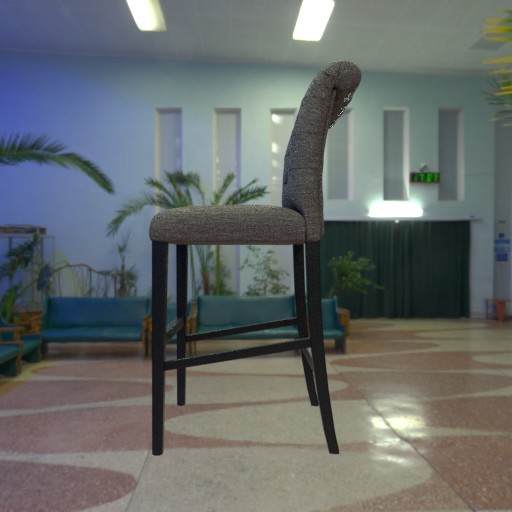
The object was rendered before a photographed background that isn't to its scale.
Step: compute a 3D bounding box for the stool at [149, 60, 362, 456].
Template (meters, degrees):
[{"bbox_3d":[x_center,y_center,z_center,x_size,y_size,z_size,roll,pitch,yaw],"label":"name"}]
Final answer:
[{"bbox_3d":[0.000,0.000,1.468,0.613,1.131,0.452,0,0,0],"label":"stool"}]
